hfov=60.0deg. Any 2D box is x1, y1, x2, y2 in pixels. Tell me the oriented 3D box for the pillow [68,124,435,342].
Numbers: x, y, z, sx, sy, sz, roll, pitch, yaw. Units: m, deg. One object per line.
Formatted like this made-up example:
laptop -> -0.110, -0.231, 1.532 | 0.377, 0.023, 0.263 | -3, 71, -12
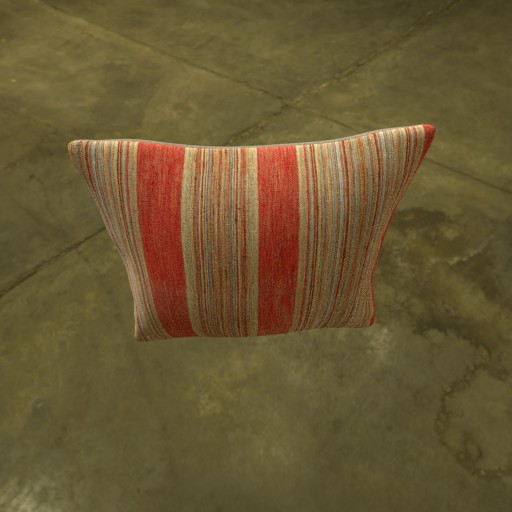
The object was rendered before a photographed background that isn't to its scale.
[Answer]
pillow -> 0.000, 0.000, 0.664 | 0.437, 0.419, 0.136 | -3, 47, -3
